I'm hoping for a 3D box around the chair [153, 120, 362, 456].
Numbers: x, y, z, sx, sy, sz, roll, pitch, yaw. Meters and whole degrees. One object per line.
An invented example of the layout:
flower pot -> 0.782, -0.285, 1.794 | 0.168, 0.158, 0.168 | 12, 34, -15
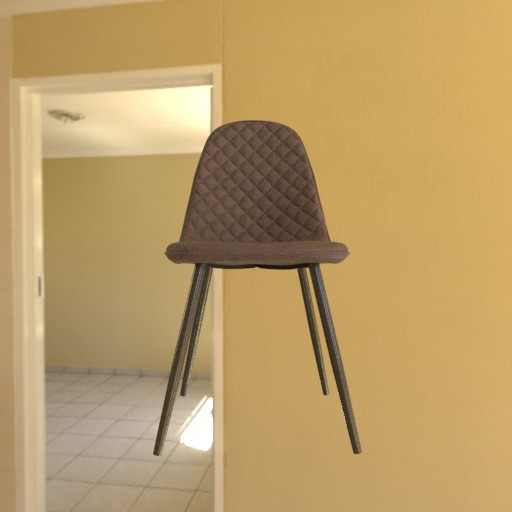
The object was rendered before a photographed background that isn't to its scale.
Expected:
chair -> 0.000, 0.000, 1.211 | 0.472, 0.889, 0.561 | 0, 1, -1
